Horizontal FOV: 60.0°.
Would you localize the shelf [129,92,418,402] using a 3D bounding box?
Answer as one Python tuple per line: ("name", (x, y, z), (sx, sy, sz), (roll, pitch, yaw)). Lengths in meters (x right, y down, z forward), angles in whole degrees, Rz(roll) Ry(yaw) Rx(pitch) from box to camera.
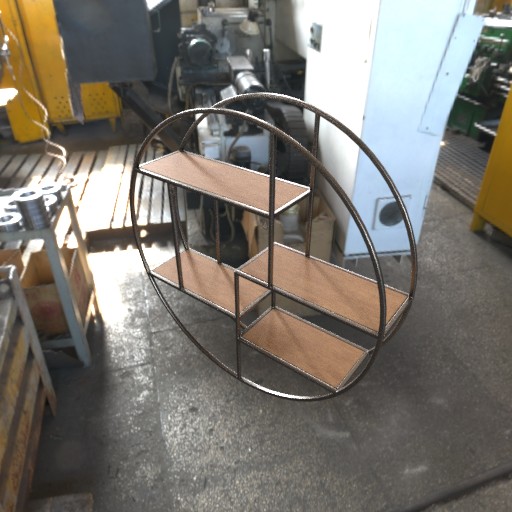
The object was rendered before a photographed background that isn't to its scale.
("shelf", (0.000, 0.000, 1.315), (0.888, 0.888, 0.202), (23, 39, 31))
